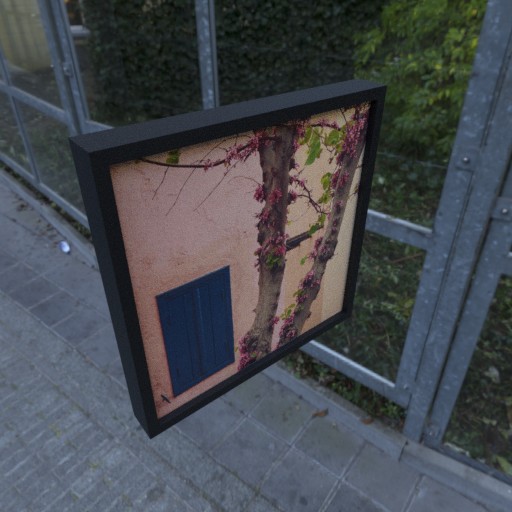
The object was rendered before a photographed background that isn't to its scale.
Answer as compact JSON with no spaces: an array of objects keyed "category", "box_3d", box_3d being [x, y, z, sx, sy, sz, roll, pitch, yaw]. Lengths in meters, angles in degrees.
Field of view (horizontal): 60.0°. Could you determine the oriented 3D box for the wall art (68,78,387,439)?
[{"category":"wall art","box_3d":[0.000,0.000,0.459,0.305,0.304,0.038,-24,40,-31]}]
